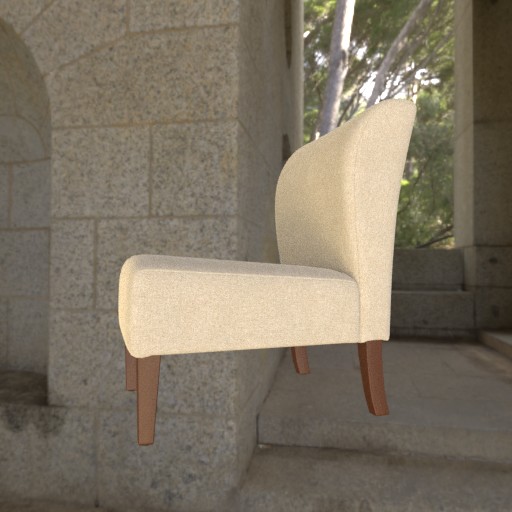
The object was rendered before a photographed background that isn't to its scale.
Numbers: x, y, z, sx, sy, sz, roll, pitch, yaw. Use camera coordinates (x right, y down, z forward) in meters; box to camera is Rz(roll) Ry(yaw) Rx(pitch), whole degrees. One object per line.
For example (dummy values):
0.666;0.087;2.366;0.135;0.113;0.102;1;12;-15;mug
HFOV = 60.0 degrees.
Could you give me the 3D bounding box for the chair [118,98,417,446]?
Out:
0.000;0.000;1.288;0.754;0.833;0.521;0;-1;-19;chair
